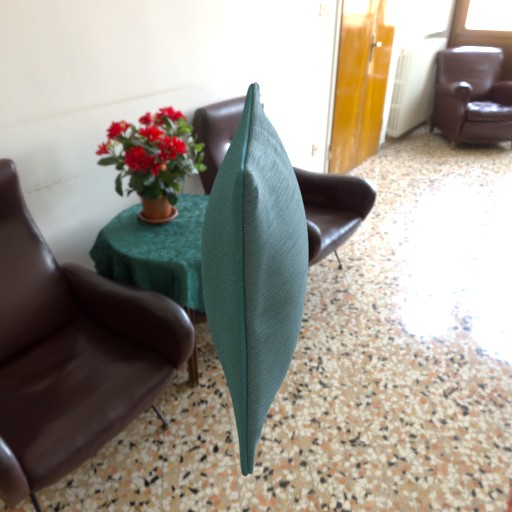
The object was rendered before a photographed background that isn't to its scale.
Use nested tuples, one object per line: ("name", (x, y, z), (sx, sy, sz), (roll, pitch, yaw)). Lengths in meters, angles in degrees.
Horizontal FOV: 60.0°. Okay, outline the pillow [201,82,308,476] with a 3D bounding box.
("pillow", (0.000, 0.000, 0.653), (0.151, 0.415, 0.433), (0, 31, 1))
